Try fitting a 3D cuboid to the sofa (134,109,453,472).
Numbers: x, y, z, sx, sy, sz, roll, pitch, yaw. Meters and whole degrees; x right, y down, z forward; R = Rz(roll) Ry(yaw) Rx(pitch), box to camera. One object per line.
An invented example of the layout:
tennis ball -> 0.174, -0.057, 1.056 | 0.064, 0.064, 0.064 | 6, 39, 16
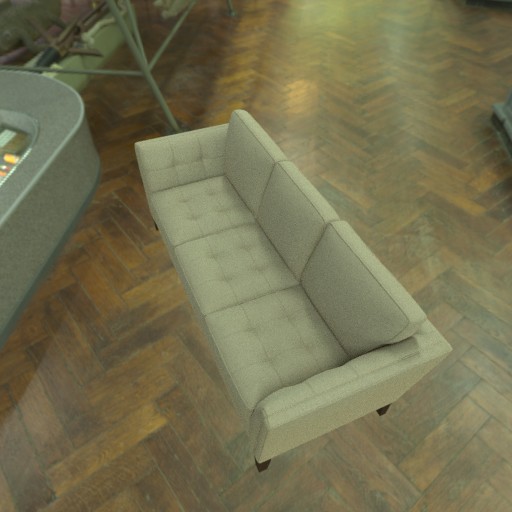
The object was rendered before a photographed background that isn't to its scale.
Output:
sofa -> 0.000, 0.000, 2.897 | 0.965, 0.940, 2.388 | -17, 48, -16
